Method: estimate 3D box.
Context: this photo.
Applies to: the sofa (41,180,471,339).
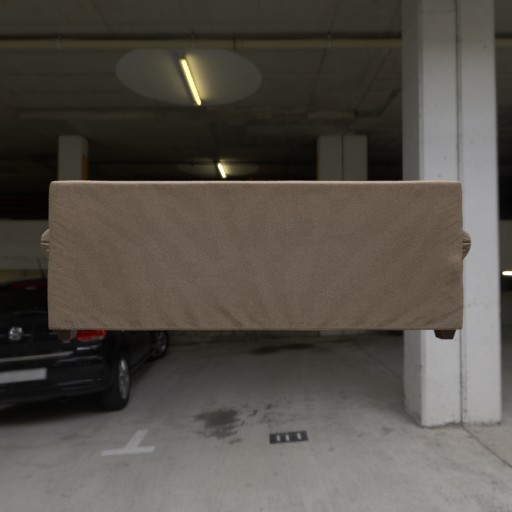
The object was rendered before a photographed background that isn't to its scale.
[{"bbox_3d":[0.000,0.000,2.813,2.285,0.904,1.067,0,-2,0],"label":"sofa"}]
